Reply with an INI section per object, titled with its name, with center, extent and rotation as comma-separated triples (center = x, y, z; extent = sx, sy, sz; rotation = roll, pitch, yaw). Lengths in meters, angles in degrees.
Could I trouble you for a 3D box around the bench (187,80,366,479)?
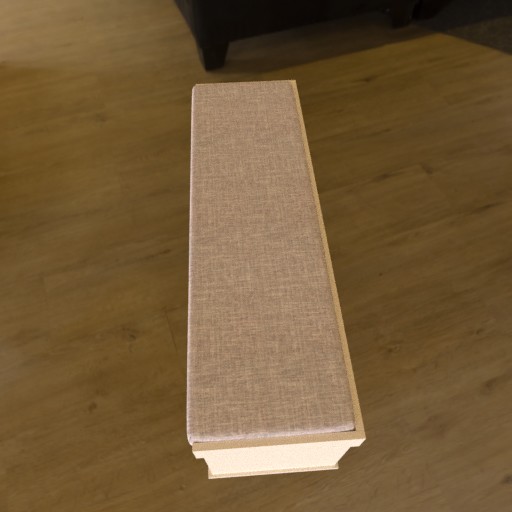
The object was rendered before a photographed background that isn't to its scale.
[bench]
center = 0.000, 0.000, 1.393
extent = 0.363, 0.453, 1.196
rotation = -3, 56, -2
